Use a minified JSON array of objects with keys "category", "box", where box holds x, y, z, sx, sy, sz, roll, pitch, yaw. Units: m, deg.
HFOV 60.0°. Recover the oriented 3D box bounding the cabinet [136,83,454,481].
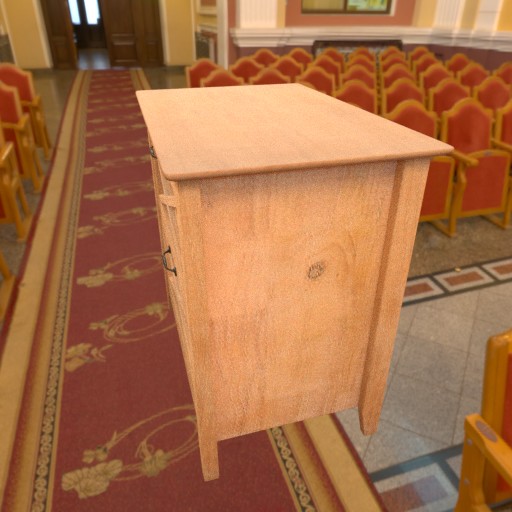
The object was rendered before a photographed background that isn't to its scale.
[{"category":"cabinet","box":[0.000,0.000,1.209,0.503,0.762,0.763,-8,31,-14]}]
